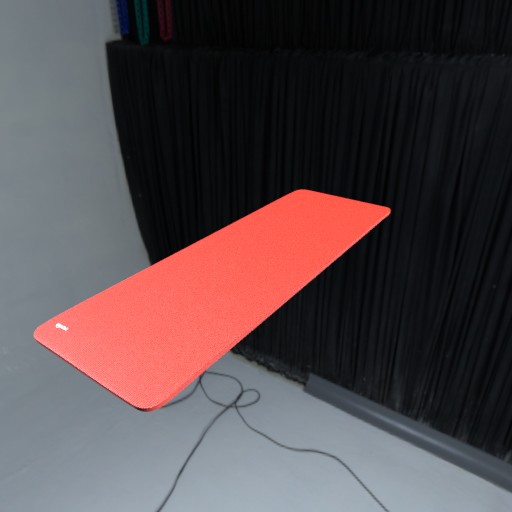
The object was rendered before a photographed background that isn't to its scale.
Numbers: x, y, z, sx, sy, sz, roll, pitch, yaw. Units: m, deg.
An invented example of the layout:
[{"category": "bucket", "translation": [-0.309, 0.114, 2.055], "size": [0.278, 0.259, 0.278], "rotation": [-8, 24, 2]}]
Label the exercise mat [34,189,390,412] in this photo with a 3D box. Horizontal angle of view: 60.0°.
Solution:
[{"category": "exercise mat", "translation": [0.000, 0.000, 2.040], "size": [0.616, 0.021, 1.869], "rotation": [18, 33, 31]}]
